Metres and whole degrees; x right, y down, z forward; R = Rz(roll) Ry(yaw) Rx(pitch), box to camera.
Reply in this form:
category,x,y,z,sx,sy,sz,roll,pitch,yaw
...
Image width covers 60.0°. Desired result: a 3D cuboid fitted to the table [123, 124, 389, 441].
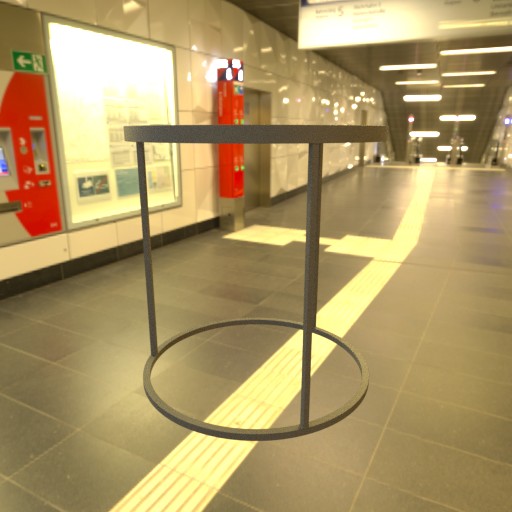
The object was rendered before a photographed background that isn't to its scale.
category,x,y,z,sx,sy,sz,roll,pitch,yaw
table,0.000,0.000,0.884,0.470,0.498,0.470,0,16,0
